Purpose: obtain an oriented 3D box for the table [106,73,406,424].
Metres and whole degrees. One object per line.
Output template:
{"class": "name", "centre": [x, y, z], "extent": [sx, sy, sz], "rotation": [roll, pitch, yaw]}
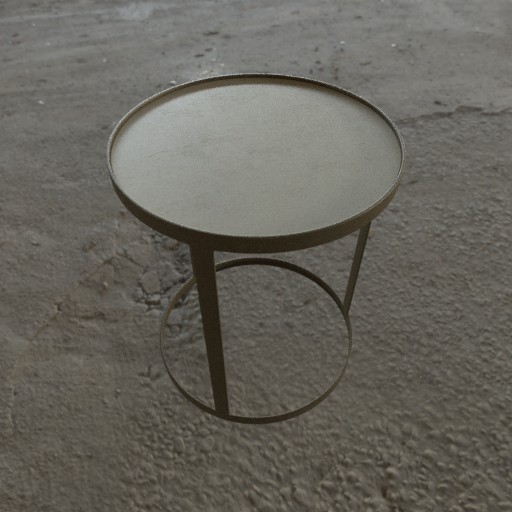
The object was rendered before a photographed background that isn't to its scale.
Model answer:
{"class": "table", "centre": [0.000, 0.000, 0.932], "extent": [0.480, 0.565, 0.480], "rotation": [0, 46, 0]}
